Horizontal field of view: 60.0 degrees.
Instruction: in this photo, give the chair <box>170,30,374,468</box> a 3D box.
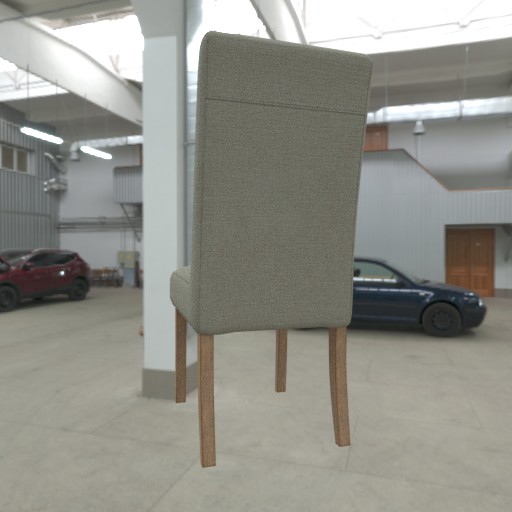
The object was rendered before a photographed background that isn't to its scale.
[{"bbox_3d":[0.000,0.000,1.335,0.450,1.033,0.611,0,1,-18],"label":"chair"}]
